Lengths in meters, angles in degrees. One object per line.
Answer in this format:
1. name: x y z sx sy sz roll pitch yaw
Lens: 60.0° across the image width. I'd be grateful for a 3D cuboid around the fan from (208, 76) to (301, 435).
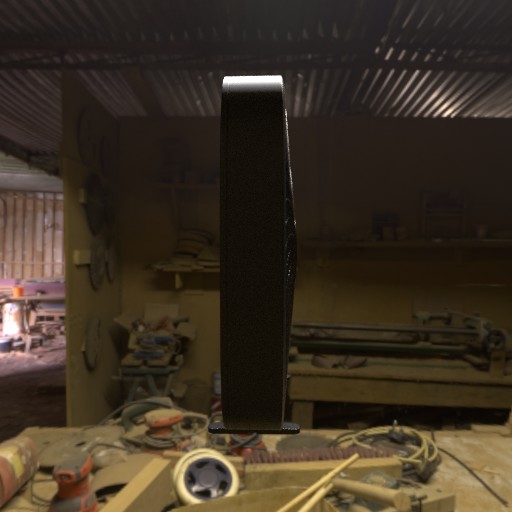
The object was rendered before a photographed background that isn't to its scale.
1. fan: 0.000 0.000 0.805 0.142 0.533 0.526 0 1 1
